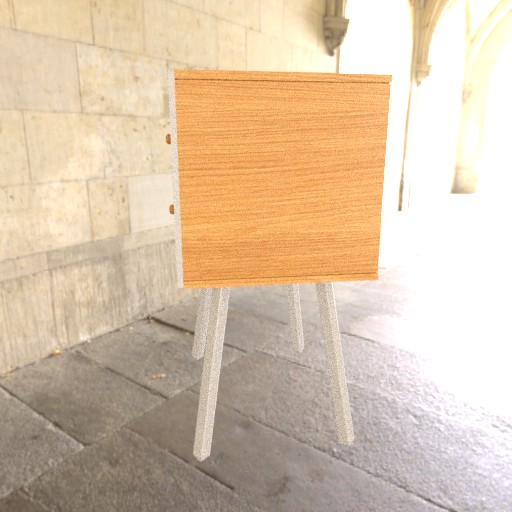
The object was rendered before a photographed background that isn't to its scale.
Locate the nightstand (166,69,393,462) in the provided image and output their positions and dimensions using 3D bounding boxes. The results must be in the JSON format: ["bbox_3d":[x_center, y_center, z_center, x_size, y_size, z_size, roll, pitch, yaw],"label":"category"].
[{"bbox_3d":[0.000,0.000,0.846,0.316,0.601,0.400,-2,15,-8],"label":"nightstand"}]
